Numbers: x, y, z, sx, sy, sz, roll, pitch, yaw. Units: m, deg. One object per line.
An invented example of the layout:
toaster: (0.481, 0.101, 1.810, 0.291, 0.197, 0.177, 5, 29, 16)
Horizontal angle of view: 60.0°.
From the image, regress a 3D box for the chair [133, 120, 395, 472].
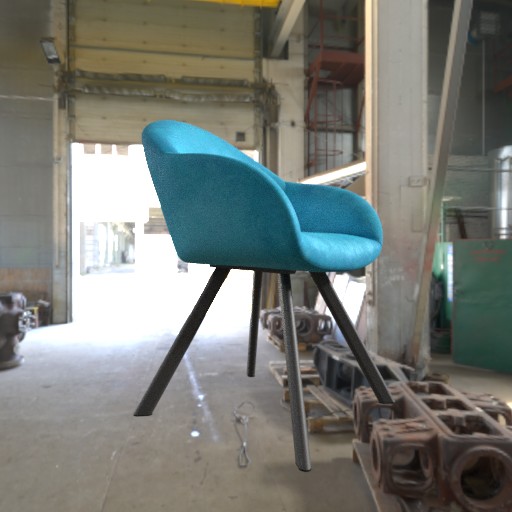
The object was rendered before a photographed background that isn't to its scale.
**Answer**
chair: (0.000, 0.000, 1.183, 0.590, 0.795, 0.550, 0, 0, 36)
